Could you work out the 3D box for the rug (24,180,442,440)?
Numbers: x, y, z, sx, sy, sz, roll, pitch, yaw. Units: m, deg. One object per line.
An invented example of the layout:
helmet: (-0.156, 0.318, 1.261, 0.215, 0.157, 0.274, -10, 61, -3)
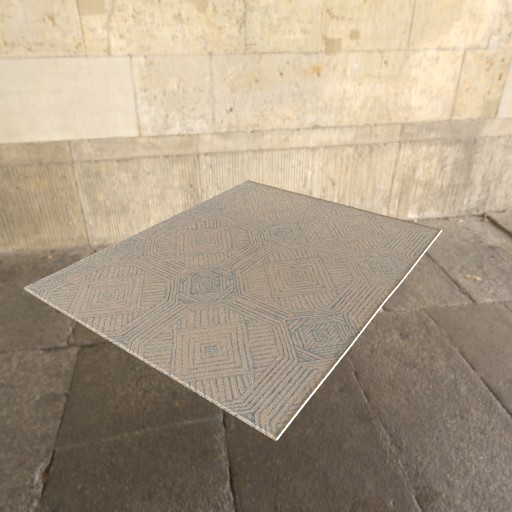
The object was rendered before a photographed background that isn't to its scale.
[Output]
rug: (0.000, 0.000, 4.034, 2.457, 0.015, 3.049, 20, 35, 30)
